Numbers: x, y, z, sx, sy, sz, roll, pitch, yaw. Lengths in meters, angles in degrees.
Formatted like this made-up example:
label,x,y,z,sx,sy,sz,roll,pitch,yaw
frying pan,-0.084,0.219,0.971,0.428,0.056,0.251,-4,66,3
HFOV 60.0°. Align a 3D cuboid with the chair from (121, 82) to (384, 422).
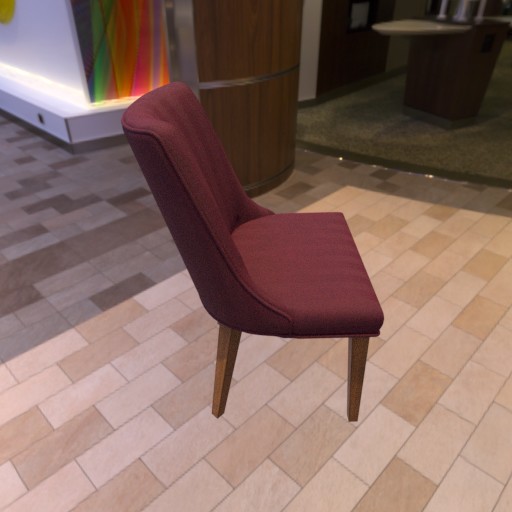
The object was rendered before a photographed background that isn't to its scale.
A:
label,x,y,z,sx,sy,sz,roll,pitch,yaw
chair,0.000,0.000,1.327,0.638,0.916,0.548,-1,34,-1
